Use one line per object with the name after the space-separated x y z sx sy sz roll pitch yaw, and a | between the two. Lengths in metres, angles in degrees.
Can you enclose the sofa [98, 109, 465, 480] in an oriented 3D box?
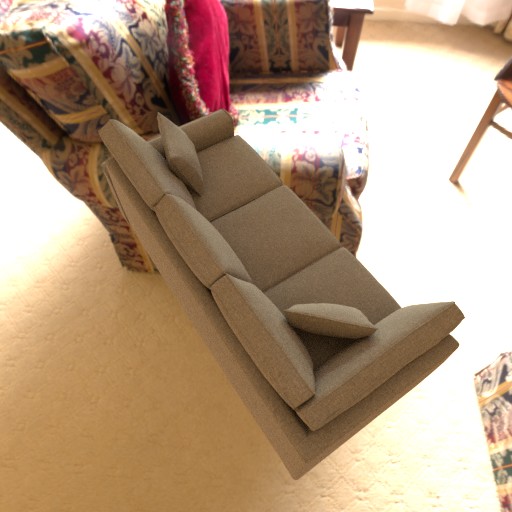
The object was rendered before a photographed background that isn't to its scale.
0.000 0.000 2.817 1.061 0.962 2.317 -29 62 -17 | sofa
